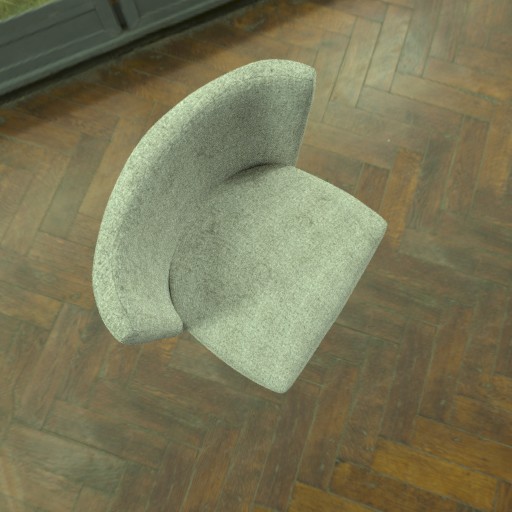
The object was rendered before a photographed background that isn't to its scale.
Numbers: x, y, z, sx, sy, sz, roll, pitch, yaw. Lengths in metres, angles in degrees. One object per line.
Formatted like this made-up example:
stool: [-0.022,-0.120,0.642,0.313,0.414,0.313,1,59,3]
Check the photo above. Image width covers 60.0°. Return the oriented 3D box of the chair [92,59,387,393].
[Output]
chair: [0.000,0.000,1.285,0.575,0.827,0.728,33,79,7]
